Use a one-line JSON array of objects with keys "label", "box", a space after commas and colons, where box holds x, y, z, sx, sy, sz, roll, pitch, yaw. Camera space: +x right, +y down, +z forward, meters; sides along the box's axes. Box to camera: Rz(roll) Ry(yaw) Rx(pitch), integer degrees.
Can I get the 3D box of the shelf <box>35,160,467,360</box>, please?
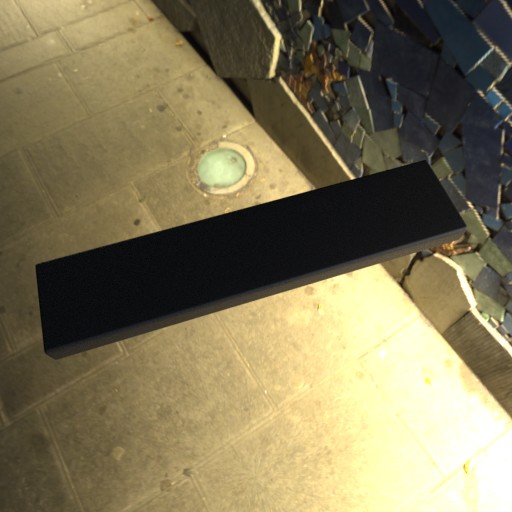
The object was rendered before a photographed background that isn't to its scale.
[{"label": "shelf", "box": [0.000, 0.000, 0.498, 0.456, 0.053, 0.102, -16, 65, -8]}]
